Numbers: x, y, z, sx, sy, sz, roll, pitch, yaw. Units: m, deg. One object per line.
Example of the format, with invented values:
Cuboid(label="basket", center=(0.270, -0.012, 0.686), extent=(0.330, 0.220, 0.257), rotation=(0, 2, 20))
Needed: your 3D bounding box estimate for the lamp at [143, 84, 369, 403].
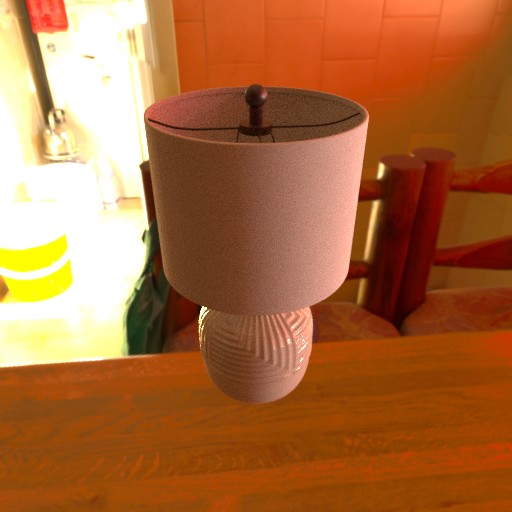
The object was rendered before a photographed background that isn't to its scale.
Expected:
Cuboid(label="lamp", center=(0.000, 0.000, 0.770), extent=(0.318, 0.567, 0.318), rotation=(0, 32, 0))
